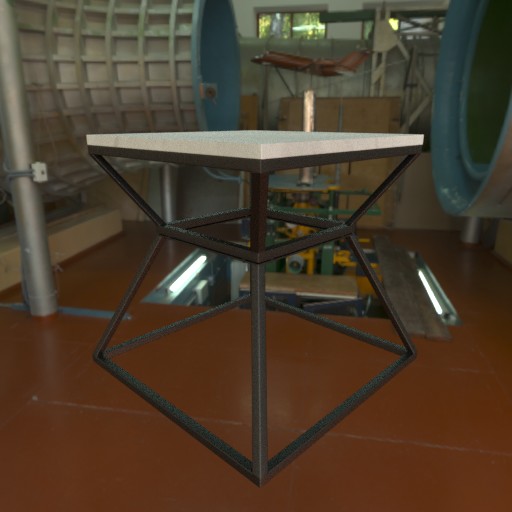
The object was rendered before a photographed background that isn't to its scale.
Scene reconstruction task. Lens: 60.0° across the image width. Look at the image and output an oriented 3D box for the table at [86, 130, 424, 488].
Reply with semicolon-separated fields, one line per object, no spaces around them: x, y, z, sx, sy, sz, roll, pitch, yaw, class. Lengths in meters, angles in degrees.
0.000;0.000;0.815;0.455;0.431;0.455;16;23;42;table
